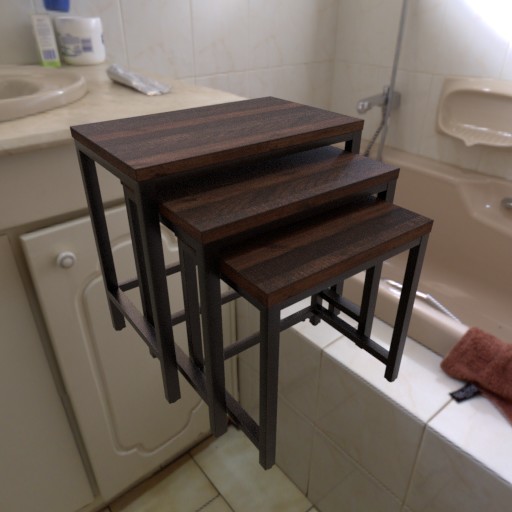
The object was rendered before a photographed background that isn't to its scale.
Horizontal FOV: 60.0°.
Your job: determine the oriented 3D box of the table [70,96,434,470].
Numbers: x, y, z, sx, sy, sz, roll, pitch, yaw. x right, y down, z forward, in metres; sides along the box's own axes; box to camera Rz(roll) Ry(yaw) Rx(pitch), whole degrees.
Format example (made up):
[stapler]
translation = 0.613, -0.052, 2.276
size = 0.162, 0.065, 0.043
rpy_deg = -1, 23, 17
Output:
[table]
translation = 0.000, 0.000, 1.134
size = 0.608, 0.616, 0.660
rpy_deg = -21, 36, -31
